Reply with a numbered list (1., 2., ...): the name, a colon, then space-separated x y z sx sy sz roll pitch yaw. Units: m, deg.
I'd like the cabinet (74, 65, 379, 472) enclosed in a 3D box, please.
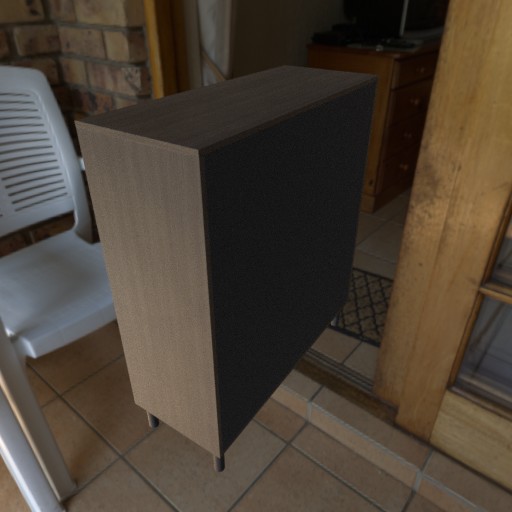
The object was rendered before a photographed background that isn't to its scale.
1. cabinet: 0.000 0.000 1.664 0.400 1.170 1.010 20 37 28
